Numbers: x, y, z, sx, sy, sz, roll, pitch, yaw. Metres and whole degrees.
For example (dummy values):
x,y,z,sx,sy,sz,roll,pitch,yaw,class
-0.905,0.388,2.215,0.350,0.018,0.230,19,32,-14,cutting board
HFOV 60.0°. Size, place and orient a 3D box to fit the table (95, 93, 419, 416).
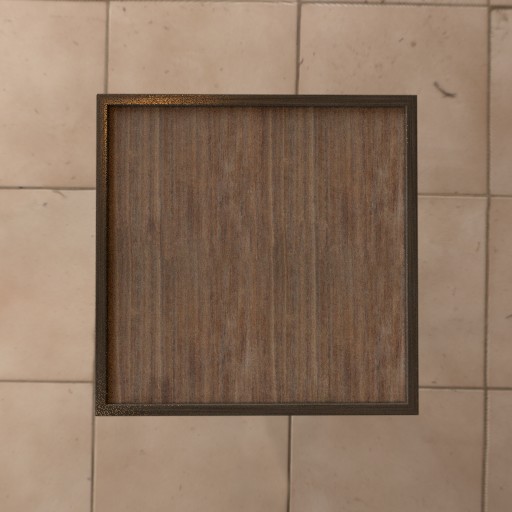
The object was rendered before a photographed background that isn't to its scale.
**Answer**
x,y,z,sx,sy,sz,roll,pitch,yaw,class
0.000,0.000,1.092,0.611,0.507,0.609,0,89,-1,table
